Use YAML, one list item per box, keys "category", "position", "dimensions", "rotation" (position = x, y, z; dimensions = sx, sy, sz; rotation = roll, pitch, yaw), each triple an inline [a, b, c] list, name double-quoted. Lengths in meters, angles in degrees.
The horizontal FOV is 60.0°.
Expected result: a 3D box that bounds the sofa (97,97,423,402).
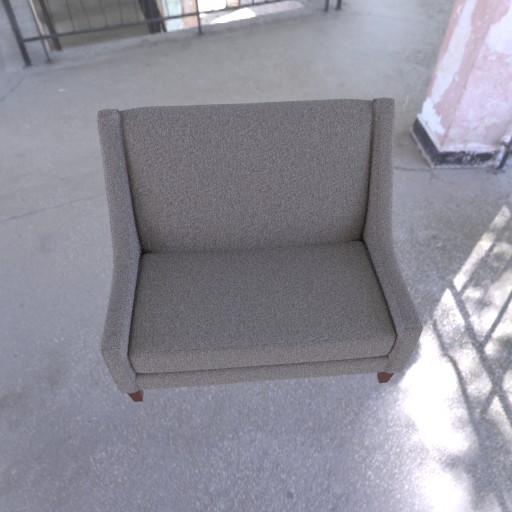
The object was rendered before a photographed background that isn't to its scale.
- category: "sofa"
  position: [0.000, 0.000, 1.920]
  dimensions: [1.242, 1.026, 0.862]
  rotation: [-3, 47, -3]
